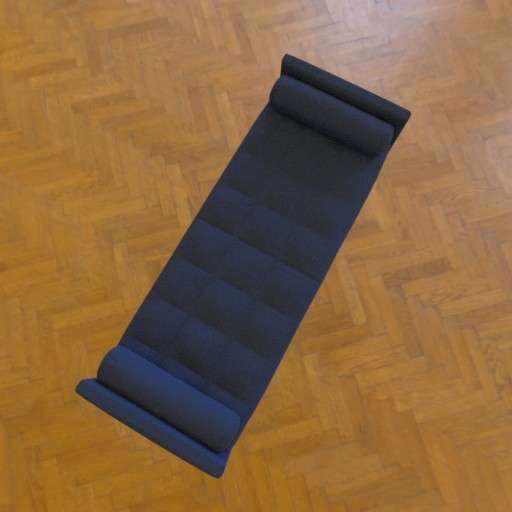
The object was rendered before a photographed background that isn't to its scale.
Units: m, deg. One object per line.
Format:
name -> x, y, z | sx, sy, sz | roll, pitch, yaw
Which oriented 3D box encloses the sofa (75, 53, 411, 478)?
sofa -> 0.000, 0.000, 2.514 | 0.797, 0.657, 2.102 | 28, 77, 7
